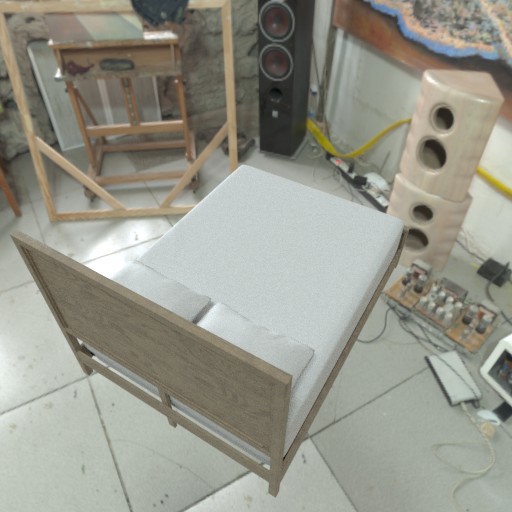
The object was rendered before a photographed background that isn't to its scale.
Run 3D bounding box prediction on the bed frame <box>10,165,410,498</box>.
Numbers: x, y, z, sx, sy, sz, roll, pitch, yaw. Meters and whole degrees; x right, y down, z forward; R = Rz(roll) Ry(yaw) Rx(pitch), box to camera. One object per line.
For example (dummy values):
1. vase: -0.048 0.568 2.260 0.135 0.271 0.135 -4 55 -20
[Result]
1. bed frame: 0.000 0.000 3.108 1.606 1.369 2.189 23 50 21
